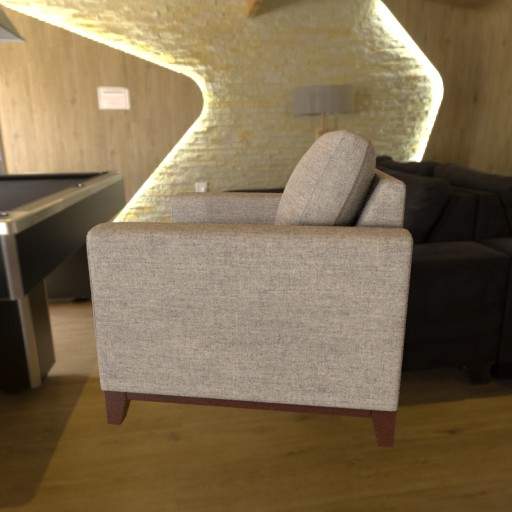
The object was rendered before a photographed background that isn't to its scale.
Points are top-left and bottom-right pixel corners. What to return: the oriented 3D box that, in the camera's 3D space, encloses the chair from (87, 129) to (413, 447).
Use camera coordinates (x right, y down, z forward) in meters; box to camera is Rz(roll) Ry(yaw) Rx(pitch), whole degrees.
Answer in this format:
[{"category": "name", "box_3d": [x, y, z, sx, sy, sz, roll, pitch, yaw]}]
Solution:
[{"category": "chair", "box_3d": [0.000, 0.000, 1.860, 1.038, 1.010, 1.024, 2, 15, 7]}]
